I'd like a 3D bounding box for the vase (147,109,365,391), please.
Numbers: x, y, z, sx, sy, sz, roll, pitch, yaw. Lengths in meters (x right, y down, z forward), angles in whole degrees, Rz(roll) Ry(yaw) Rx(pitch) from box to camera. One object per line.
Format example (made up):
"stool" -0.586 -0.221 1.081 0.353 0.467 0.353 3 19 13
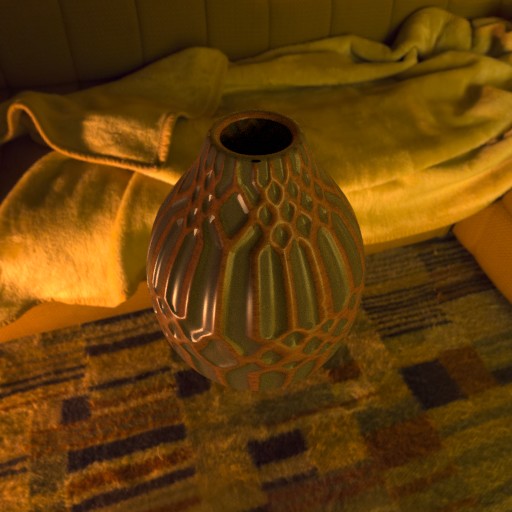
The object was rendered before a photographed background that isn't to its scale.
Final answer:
"vase" 0.000 0.000 0.139 0.069 0.088 0.069 0 46 0
